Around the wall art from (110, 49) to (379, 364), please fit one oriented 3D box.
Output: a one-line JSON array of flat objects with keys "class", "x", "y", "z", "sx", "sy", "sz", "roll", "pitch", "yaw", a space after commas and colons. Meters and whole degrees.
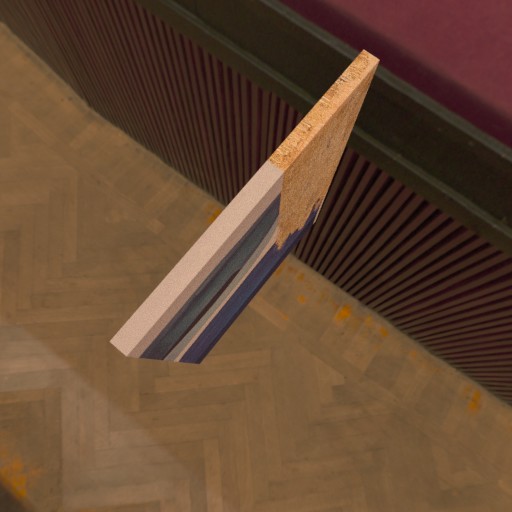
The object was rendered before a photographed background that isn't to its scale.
[{"class": "wall art", "x": 0.000, "y": 0.000, "z": 0.802, "sx": 0.026, "sy": 0.613, "sz": 0.458, "roll": 38, "pitch": 79, "yaw": 9}]
